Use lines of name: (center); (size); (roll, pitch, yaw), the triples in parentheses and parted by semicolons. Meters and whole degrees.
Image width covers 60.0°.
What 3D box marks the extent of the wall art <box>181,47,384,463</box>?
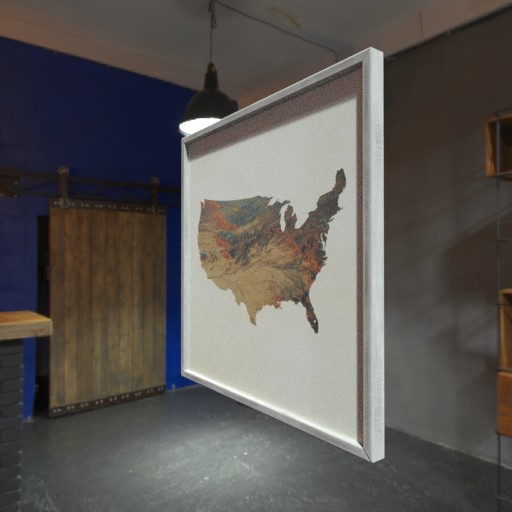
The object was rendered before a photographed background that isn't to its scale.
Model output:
wall art: (0.000, 0.000, 0.448); (0.015, 0.303, 0.303); (0, -1, -36)
